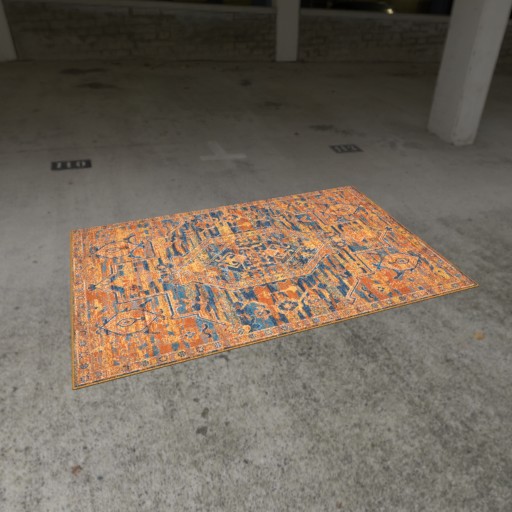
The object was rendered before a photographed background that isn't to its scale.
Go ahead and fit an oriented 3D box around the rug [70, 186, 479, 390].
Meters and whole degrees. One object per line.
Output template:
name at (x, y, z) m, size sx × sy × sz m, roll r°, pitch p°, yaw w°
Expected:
rug at (0.000, 0.000, 2.224) m, size 1.758 × 0.013 × 1.148 m, roll -11°, pitch 35°, yaw -16°
